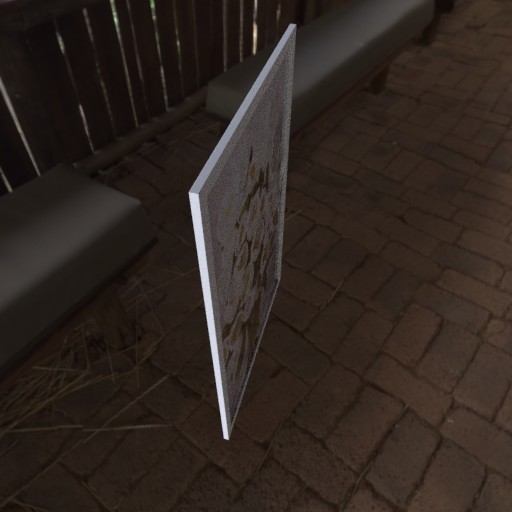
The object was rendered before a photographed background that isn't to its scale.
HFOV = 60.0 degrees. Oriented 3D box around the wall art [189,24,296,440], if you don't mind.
[{"bbox_3d":[0.000,0.000,1.213,0.015,0.965,0.660,12,49,11],"label":"wall art"}]
